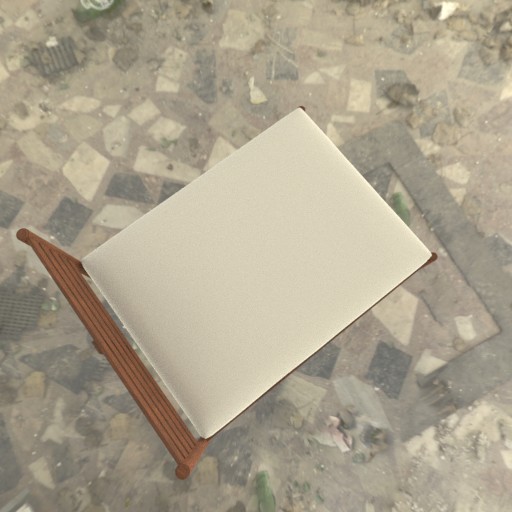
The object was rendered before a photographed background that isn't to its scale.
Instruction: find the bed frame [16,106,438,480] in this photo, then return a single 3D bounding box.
[{"bbox_3d":[0.000,0.000,3.178,2.234,1.321,1.655,-37,79,-9],"label":"bed frame"}]
